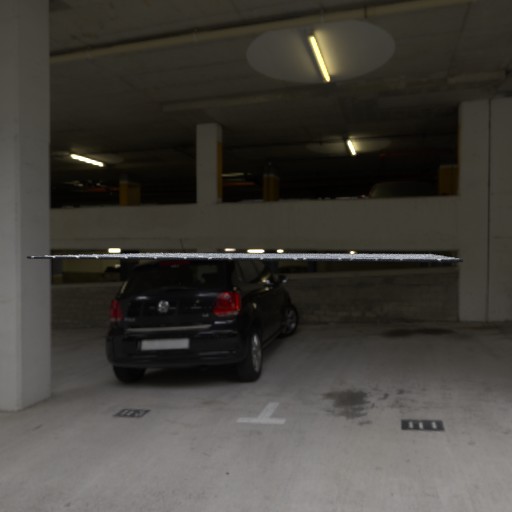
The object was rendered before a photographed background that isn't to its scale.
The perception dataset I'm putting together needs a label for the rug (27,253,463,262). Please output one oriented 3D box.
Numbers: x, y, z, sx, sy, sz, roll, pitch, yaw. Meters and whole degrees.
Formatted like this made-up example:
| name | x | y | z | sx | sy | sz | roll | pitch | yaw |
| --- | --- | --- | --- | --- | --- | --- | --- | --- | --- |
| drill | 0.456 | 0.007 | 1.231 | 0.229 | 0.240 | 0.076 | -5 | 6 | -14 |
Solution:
| name | x | y | z | sx | sy | sz | roll | pitch | yaw |
| --- | --- | --- | --- | --- | --- | --- | --- | --- | --- |
| rug | 0.000 | 0.000 | 2.336 | 1.830 | 0.013 | 1.223 | 0 | 1 | 17 |
